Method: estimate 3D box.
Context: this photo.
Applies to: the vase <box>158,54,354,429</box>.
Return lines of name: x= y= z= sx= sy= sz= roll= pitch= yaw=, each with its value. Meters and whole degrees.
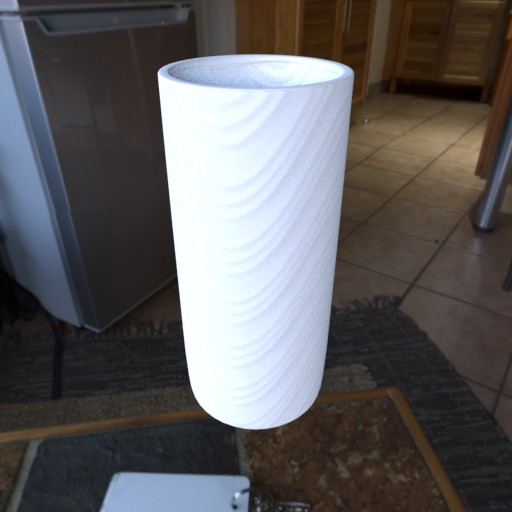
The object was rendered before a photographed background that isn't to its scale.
vase: x=0.000 y=0.000 z=0.399 sx=0.143 sy=0.316 sz=0.143 roll=0 pitch=32 yaw=0
